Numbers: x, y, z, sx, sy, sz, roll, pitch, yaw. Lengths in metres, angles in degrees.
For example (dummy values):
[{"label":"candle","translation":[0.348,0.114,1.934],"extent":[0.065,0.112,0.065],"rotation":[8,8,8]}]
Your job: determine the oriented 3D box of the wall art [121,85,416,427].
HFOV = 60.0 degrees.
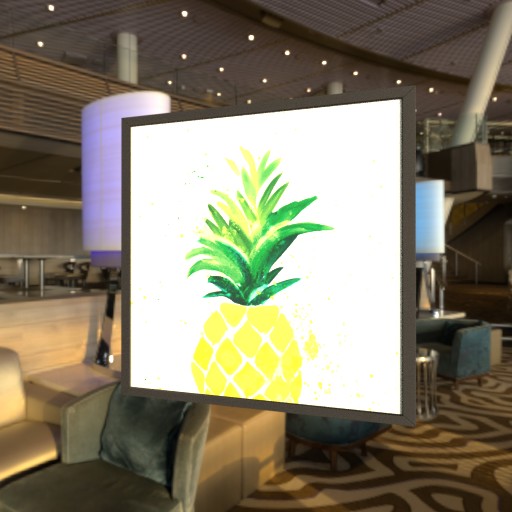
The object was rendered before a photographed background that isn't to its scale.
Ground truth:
[{"label":"wall art","translation":[0.000,0.000,0.751],"extent":[0.508,0.507,0.033],"rotation":[0,0,18]}]
